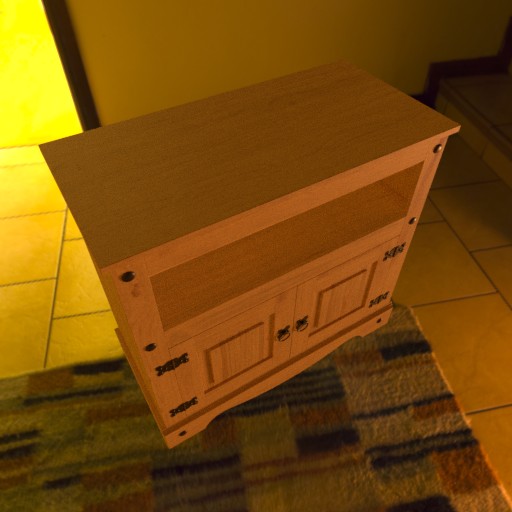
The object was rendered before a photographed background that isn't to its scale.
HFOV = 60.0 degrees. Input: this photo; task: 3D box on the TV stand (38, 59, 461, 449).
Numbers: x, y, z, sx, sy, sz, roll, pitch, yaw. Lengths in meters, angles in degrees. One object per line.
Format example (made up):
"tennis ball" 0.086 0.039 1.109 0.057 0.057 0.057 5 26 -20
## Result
"TV stand" 0.000 0.000 1.278 0.851 0.787 0.430 -24 51 -21
